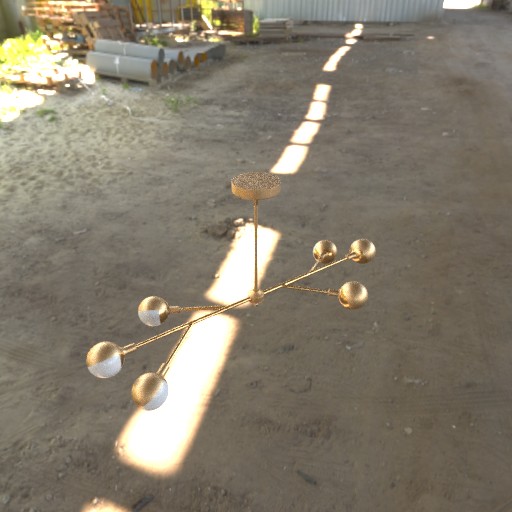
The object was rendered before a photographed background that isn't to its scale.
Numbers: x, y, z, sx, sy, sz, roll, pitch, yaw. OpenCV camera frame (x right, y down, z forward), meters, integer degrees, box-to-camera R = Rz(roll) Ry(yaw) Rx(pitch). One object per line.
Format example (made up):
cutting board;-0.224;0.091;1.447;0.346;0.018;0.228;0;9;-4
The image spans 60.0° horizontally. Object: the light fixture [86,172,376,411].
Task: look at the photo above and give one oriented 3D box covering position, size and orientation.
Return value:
light fixture;0.000;0.000;1.006;0.778;0.362;0.434;-10;33;-17
